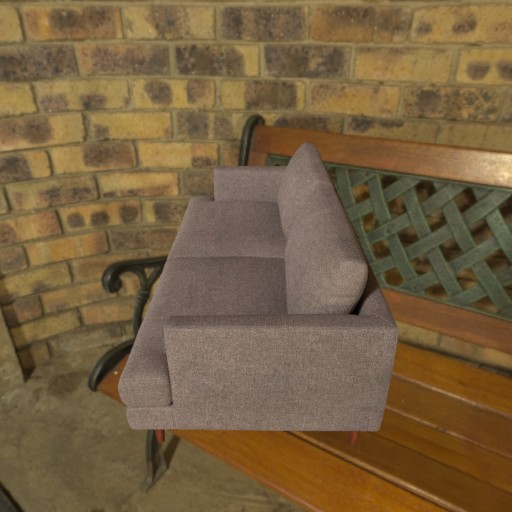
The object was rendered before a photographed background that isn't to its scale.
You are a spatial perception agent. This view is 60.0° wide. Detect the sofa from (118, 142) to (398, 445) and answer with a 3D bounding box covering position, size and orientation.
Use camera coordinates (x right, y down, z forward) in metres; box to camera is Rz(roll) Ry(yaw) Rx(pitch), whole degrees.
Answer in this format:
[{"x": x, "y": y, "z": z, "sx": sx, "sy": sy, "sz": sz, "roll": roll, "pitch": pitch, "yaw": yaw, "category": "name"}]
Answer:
[{"x": 0.000, "y": 0.000, "z": 2.480, "sx": 1.020, "sy": 0.868, "sz": 1.948, "roll": 0, "pitch": 28, "yaw": 0, "category": "sofa"}]
